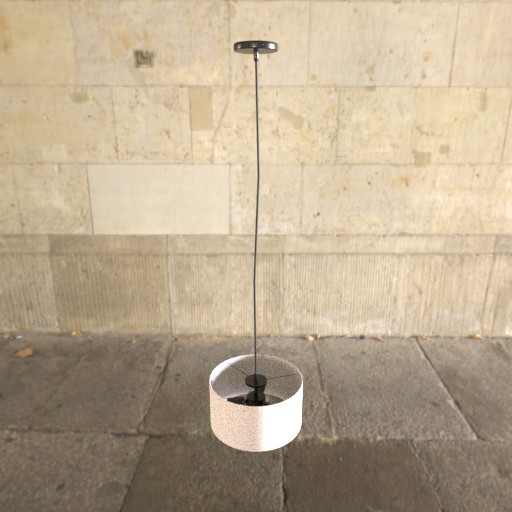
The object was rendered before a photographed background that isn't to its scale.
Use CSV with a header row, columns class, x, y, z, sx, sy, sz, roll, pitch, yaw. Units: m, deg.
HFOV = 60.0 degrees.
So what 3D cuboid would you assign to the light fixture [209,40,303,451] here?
class,x,y,z,sx,sy,sz,roll,pitch,yaw
light fixture,0.000,0.000,1.739,0.399,1.516,0.399,0,17,0
